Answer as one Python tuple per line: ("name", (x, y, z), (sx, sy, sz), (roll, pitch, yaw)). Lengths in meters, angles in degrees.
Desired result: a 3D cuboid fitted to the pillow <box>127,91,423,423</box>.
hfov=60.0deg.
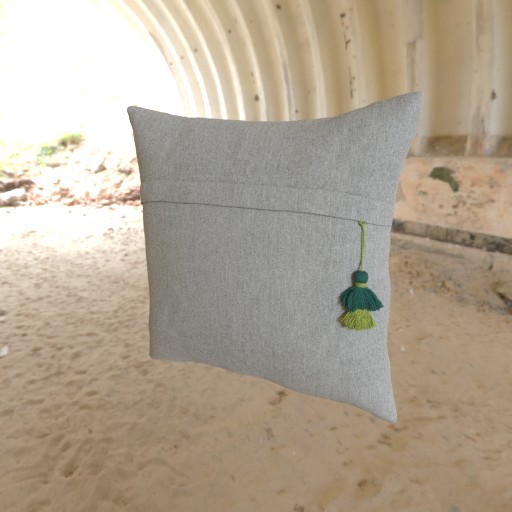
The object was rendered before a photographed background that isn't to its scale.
("pillow", (0.000, 0.000, 0.655), (0.433, 0.436, 0.173), (7, 16, 25))
